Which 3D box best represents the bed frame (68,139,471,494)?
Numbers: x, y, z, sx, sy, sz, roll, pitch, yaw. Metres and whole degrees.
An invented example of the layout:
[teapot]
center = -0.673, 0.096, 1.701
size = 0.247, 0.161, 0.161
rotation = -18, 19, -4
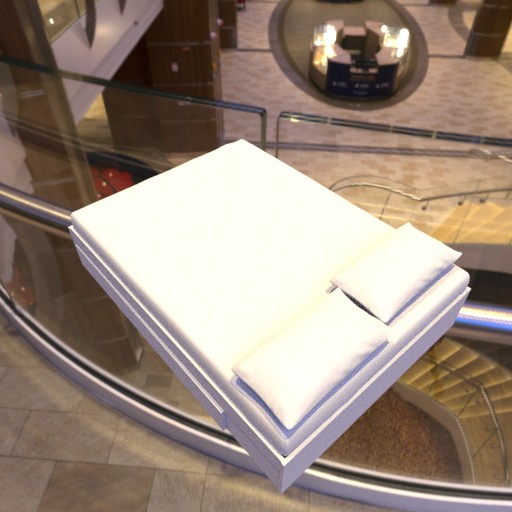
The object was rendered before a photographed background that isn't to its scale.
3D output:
[bed frame]
center = 0.000, 0.000, 2.617
size = 1.450, 0.629, 1.950
rotation = -31, 52, -28
